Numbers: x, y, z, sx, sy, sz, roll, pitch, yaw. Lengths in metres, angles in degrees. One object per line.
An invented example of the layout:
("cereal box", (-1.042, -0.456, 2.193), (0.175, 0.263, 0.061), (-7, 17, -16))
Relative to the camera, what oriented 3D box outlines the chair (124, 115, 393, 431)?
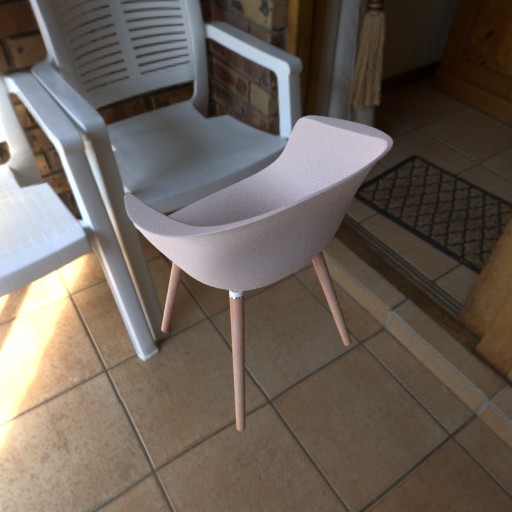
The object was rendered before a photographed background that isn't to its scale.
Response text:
("chair", (0.000, 0.000, 1.165), (0.593, 0.781, 0.504), (-31, 53, -26))
